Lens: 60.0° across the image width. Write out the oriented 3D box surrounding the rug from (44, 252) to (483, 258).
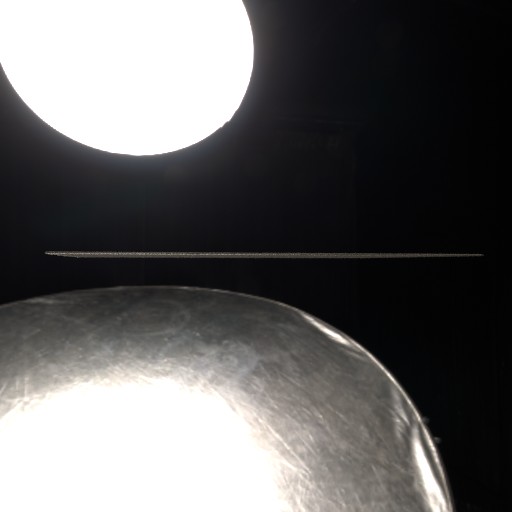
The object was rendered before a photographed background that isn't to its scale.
[{"bbox_3d":[0.000,0.000,3.061,2.438,0.008,1.523,0,-1,-17],"label":"rug"}]
